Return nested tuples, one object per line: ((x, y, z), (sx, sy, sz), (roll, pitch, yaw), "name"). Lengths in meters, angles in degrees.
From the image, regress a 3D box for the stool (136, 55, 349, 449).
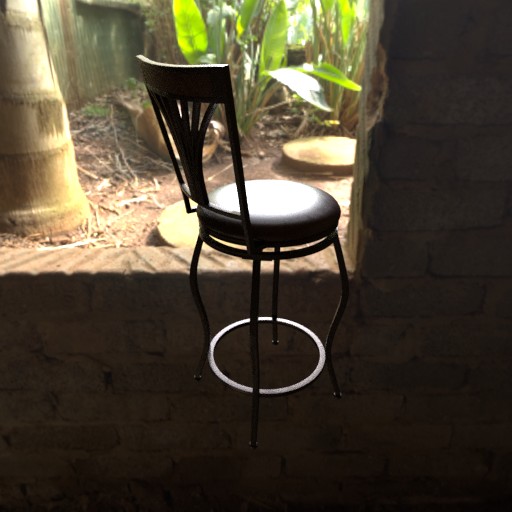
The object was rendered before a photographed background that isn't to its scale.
((0.000, 0.000, 1.356), (0.514, 1.117, 0.433), (-18, 32, -31), "stool")
